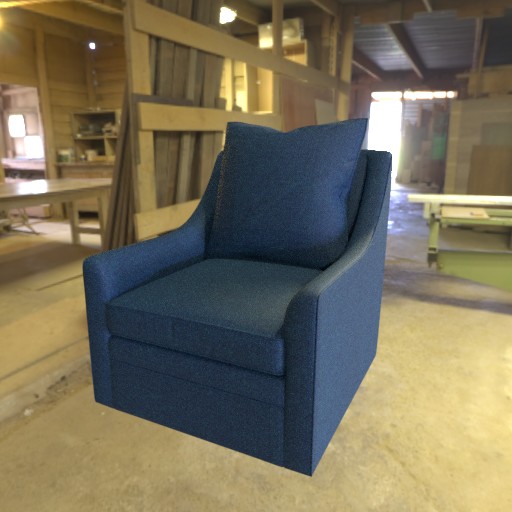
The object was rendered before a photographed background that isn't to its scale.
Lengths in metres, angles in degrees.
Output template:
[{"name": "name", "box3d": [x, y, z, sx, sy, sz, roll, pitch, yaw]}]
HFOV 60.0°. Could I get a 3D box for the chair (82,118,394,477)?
[{"name": "chair", "box3d": [0.000, 0.000, 1.547, 0.750, 0.939, 0.870, 7, 16, 26]}]
